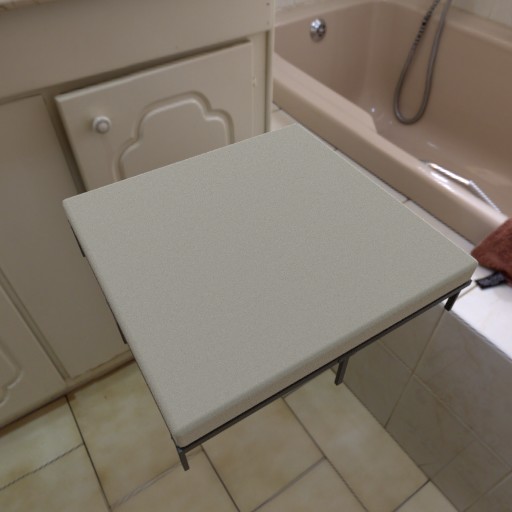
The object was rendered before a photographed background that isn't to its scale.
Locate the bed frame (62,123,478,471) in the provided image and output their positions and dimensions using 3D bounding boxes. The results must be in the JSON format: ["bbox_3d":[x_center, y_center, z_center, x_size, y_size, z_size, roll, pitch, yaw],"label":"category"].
[{"bbox_3d":[0.000,0.000,3.979,2.635,0.680,2.526,-24,51,-21],"label":"bed frame"}]
